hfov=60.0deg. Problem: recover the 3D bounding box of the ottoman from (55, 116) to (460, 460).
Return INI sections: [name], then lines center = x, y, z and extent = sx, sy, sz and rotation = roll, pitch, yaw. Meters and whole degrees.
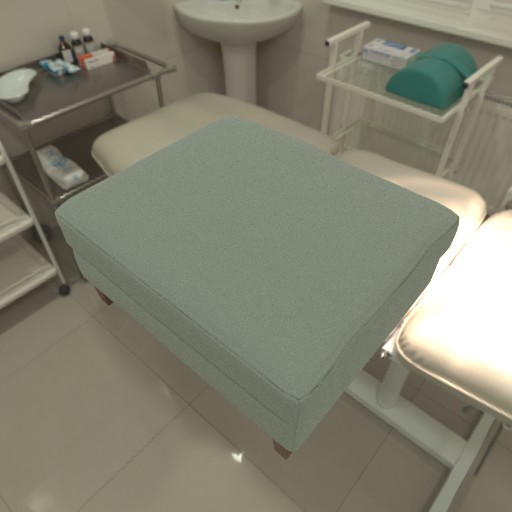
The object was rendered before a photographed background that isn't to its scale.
[ottoman]
center = 0.000, 0.000, 1.505
extent = 0.991, 0.494, 0.842
rotation = 32, 53, 28
